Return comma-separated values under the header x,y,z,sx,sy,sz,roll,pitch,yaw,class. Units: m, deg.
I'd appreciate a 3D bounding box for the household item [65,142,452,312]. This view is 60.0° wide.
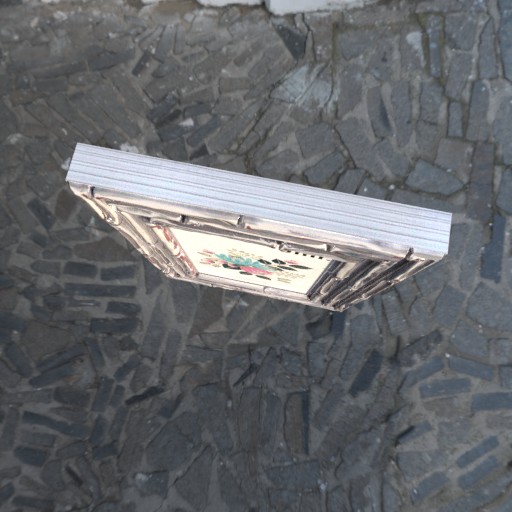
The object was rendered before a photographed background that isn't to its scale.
x,y,z,sx,sy,sz,roll,pitch,yaw,class
0.000,0.000,0.294,0.165,0.216,0.025,11,77,3,household item
